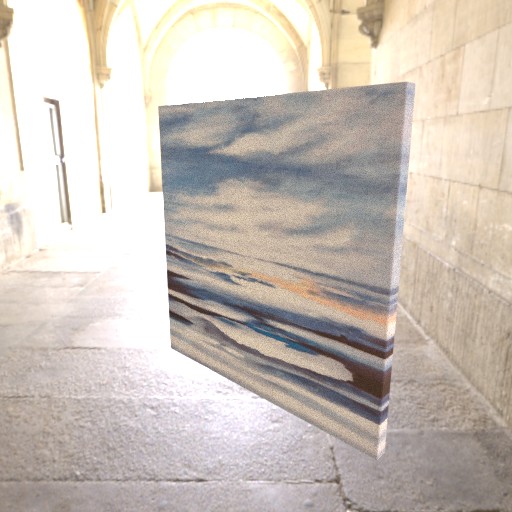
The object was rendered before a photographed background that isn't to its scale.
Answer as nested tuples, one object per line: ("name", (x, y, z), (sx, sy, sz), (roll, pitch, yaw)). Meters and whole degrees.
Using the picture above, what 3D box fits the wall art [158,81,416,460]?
("wall art", (0.000, 0.000, 1.102), (0.747, 0.747, 0.035), (14, 20, 43))
